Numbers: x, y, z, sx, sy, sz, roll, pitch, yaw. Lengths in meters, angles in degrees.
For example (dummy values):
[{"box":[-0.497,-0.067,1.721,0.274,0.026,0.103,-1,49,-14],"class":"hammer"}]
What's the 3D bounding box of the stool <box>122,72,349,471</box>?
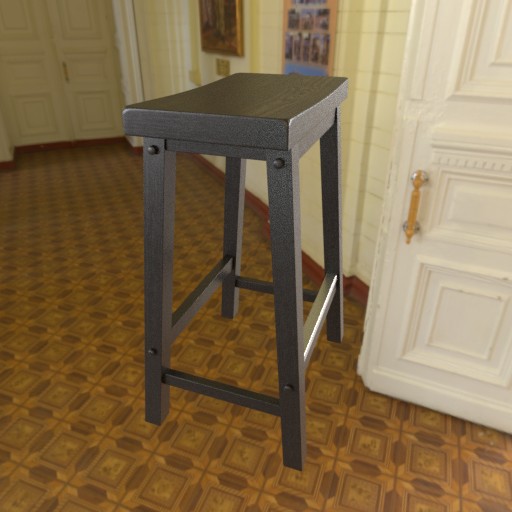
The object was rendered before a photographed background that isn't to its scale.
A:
[{"box":[0.000,0.000,0.857,0.322,0.610,0.406,10,30,18],"class":"stool"}]
